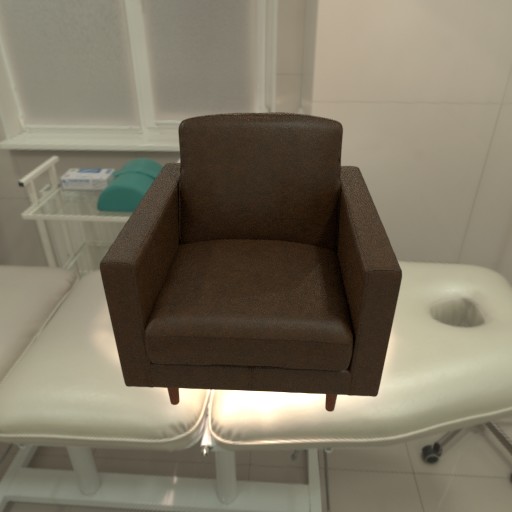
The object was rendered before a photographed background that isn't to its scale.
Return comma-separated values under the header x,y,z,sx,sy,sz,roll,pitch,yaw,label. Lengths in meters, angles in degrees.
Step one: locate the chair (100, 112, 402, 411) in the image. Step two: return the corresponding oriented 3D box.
x,y,z,sx,sy,sz,roll,pitch,yaw,label
0.000,0.000,1.742,0.890,0.956,0.909,2,31,3,chair
